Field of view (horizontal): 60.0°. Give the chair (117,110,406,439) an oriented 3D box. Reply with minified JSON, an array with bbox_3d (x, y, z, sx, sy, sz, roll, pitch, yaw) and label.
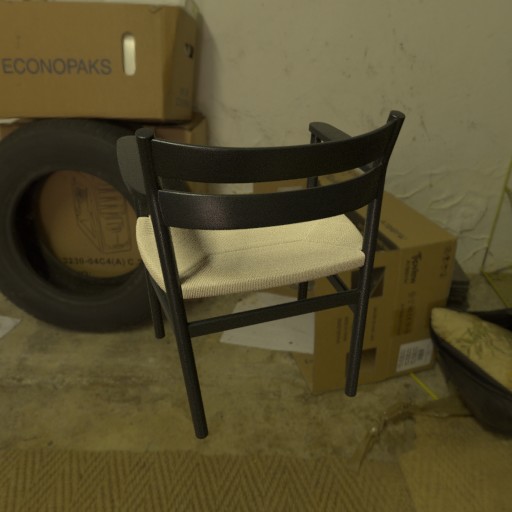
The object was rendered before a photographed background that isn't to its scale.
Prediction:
[{"bbox_3d":[0.000,0.000,1.192,0.630,0.775,0.508,-9,30,-17],"label":"chair"}]
